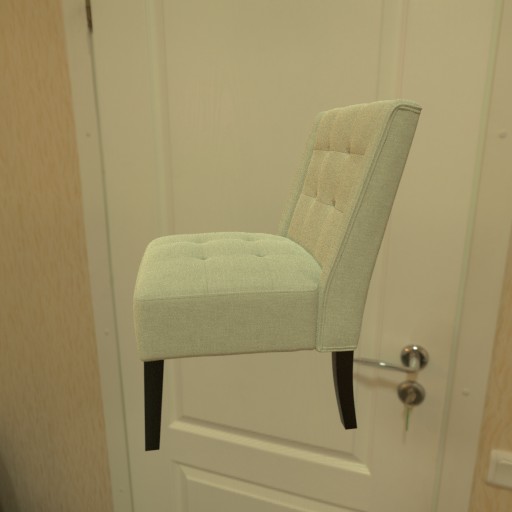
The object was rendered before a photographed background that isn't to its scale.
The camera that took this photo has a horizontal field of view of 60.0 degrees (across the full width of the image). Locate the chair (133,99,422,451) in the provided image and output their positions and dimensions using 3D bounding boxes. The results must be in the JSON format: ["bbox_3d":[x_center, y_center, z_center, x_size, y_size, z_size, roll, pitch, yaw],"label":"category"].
[{"bbox_3d":[0.000,0.000,1.309,0.676,0.853,0.569,-3,16,-9],"label":"chair"}]
